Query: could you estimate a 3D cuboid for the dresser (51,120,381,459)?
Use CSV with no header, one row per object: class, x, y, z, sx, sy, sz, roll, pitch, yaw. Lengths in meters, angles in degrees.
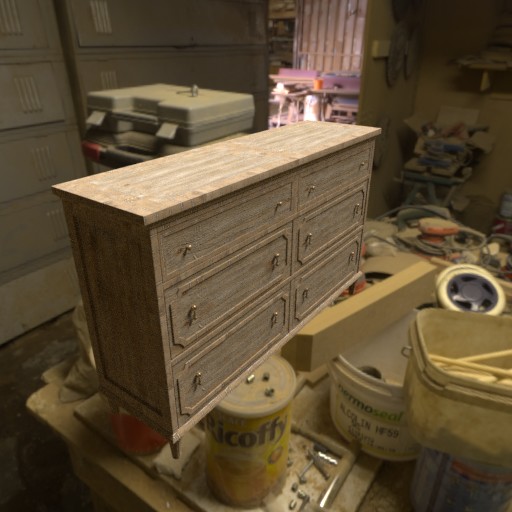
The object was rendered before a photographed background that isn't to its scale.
dresser,0.000,0.000,2.134,0.457,1.016,1.626,18,32,33
